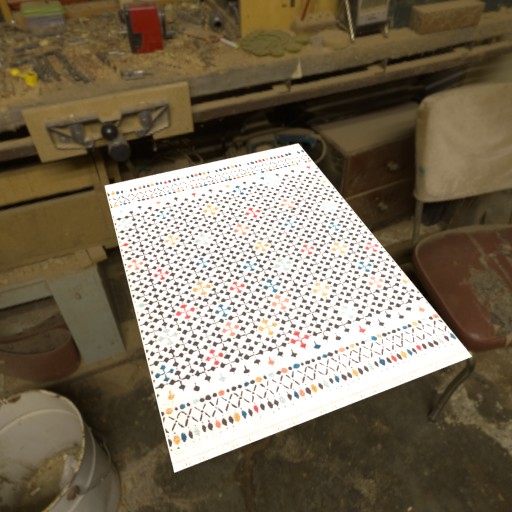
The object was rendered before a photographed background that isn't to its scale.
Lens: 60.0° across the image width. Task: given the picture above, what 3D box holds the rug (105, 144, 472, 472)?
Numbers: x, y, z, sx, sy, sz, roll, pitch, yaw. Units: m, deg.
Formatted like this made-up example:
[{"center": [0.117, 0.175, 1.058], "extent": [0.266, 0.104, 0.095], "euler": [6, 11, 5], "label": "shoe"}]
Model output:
[{"center": [0.000, 0.000, 4.164], "extent": [2.354, 0.007, 3.196], "euler": [-16, 49, -14], "label": "rug"}]
